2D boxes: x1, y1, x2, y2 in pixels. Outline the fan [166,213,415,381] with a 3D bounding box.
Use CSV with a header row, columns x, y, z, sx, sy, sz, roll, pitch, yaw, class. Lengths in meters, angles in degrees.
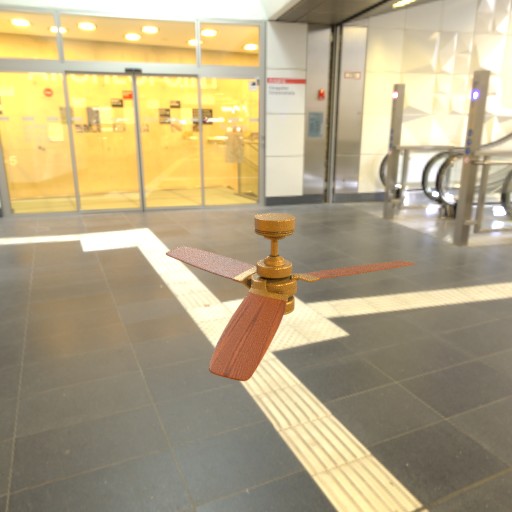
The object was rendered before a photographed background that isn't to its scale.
x,y,z,sx,sy,sz,roll,pitch,yaw,class
0.000,0.000,2.070,1.416,0.425,1.271,-15,22,-42,fan
